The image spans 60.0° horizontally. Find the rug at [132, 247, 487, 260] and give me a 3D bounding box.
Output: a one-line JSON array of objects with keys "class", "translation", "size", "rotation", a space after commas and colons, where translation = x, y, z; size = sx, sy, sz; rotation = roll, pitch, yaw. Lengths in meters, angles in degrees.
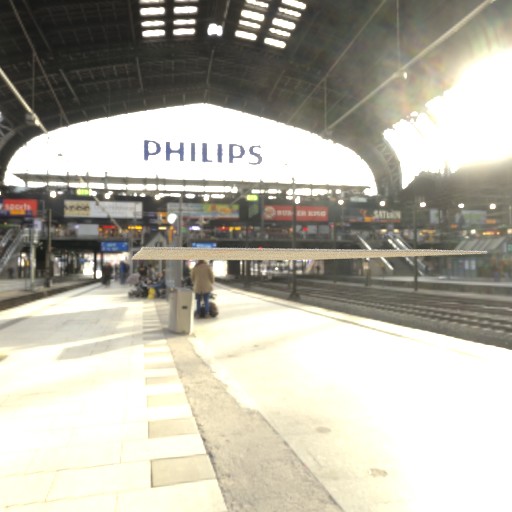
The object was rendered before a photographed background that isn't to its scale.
[{"class": "rug", "translation": [0.000, 0.000, 2.321], "size": [1.232, 0.015, 1.825], "rotation": [0, -1, -17]}]
